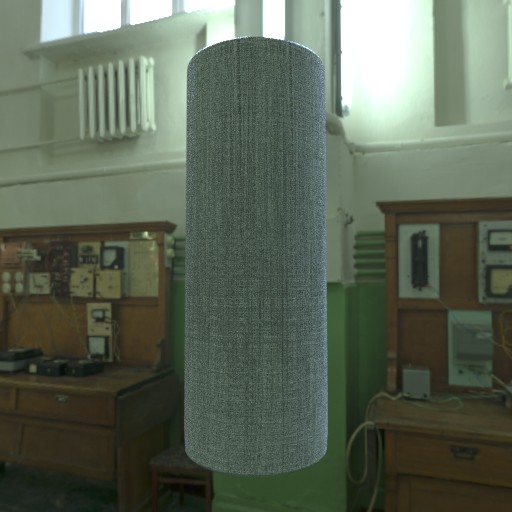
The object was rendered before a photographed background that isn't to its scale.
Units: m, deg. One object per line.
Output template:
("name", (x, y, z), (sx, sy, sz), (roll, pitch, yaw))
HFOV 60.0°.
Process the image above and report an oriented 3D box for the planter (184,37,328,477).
("planter", (0.000, 0.000, 0.319), (0.100, 0.270, 0.100), (-1, -3, 18))
